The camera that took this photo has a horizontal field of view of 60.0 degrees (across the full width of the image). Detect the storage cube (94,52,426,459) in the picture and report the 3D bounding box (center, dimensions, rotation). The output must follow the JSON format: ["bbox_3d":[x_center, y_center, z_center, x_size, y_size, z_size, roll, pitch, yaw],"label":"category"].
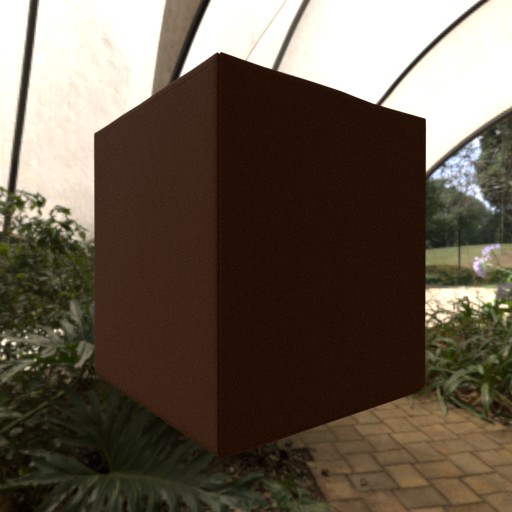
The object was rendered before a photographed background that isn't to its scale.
[{"bbox_3d":[0.000,0.000,0.485,0.270,0.280,0.270,0,1,-38],"label":"storage cube"}]
